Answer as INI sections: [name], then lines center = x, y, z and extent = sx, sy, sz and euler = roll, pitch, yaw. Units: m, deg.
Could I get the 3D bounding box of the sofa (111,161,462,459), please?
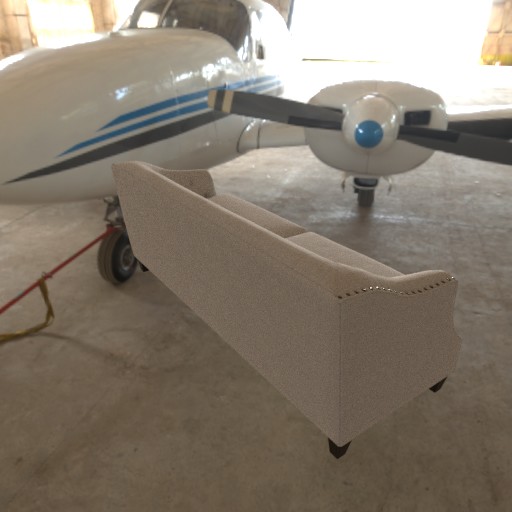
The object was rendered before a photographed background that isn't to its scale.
[sofa]
center = 0.000, 0.000, 2.678
extent = 0.914, 0.901, 2.235
euler = -17, 31, -31
